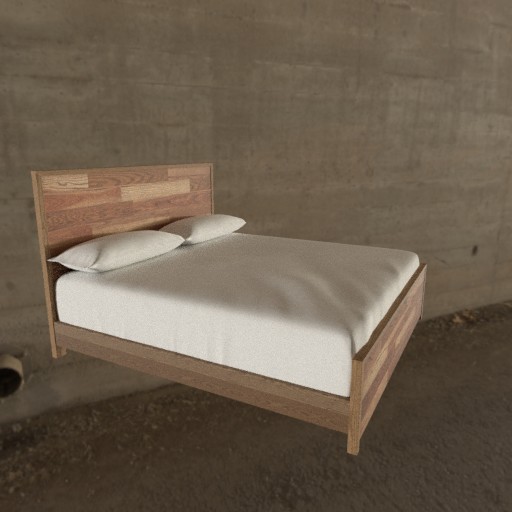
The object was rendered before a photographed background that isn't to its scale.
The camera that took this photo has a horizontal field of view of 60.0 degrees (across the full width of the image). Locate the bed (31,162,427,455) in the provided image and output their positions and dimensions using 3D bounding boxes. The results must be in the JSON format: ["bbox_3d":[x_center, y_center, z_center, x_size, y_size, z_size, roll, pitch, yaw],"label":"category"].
[{"bbox_3d":[0.000,0.000,3.340,2.184,1.295,2.013,7,15,27],"label":"bed"}]
